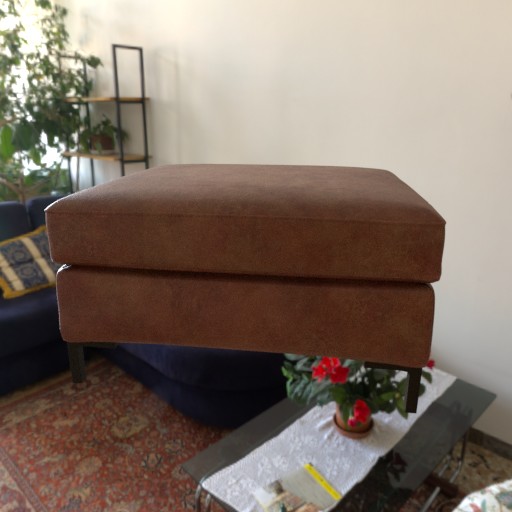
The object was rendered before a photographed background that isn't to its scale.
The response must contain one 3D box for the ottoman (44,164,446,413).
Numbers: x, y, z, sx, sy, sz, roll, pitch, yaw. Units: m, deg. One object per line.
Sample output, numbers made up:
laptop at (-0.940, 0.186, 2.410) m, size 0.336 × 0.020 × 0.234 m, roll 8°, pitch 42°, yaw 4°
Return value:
ottoman at (0.000, 0.000, 1.776) m, size 1.186 × 0.667 × 0.965 m, roll 3°, pitch 18°, yaw 8°
